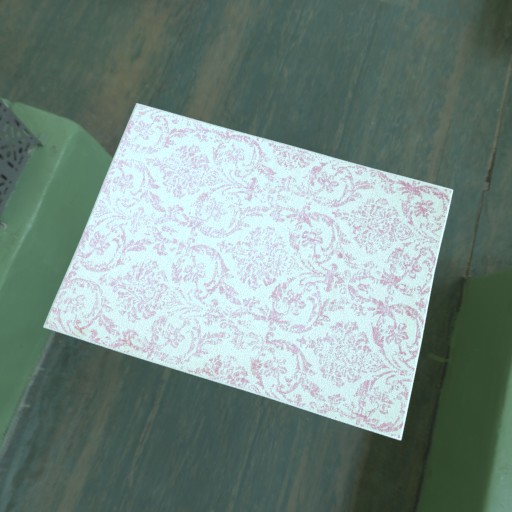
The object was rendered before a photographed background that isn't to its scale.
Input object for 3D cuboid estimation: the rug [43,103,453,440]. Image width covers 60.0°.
[{"bbox_3d":[0.000,0.000,2.780,2.202,0.014,1.598,16,76,4],"label":"rug"}]
